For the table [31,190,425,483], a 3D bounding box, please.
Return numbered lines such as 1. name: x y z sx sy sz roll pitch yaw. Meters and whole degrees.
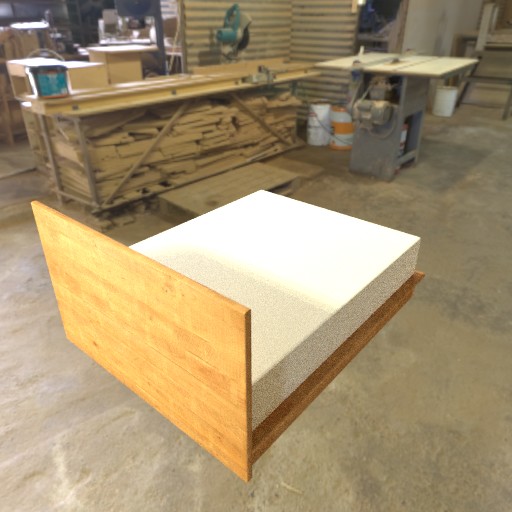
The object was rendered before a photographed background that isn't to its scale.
1. table: 0.000 0.000 3.133 1.707 1.041 2.149 22 36 34
